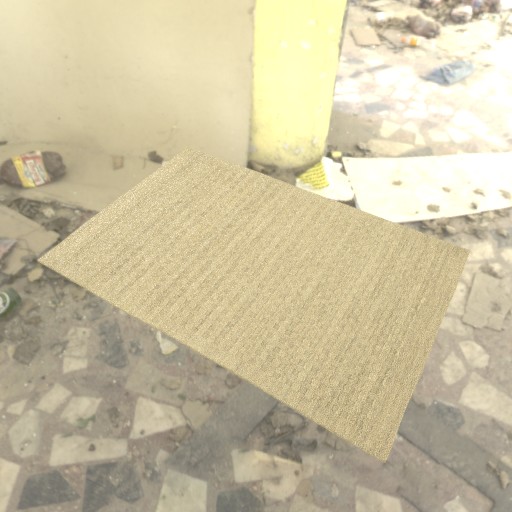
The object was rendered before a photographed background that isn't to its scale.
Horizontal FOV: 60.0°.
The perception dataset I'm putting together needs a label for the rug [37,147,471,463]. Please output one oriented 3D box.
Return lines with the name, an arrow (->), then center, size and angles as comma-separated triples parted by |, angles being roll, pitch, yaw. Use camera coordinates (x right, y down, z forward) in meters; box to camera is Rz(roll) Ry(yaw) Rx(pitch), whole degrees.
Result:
rug -> 0.000, 0.000, 2.812 | 2.297, 0.018, 1.532 | 24, 51, 21
